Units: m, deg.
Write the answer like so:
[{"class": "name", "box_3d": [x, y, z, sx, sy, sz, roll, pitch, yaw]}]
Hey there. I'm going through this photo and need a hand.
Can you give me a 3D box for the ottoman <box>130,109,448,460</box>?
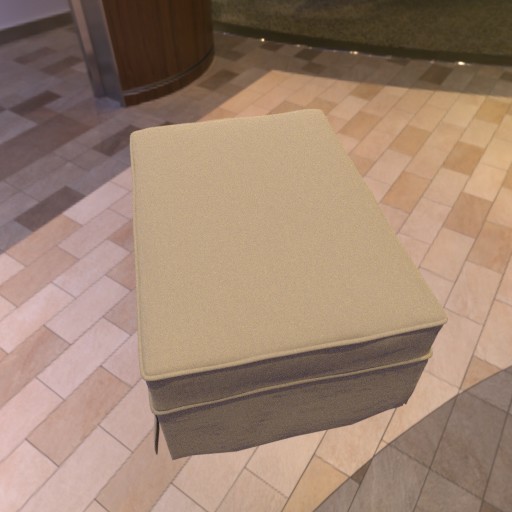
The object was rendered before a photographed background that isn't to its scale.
[{"class": "ottoman", "box_3d": [0.000, 0.000, 1.310, 0.703, 0.479, 0.944, -9, 48, -8]}]
